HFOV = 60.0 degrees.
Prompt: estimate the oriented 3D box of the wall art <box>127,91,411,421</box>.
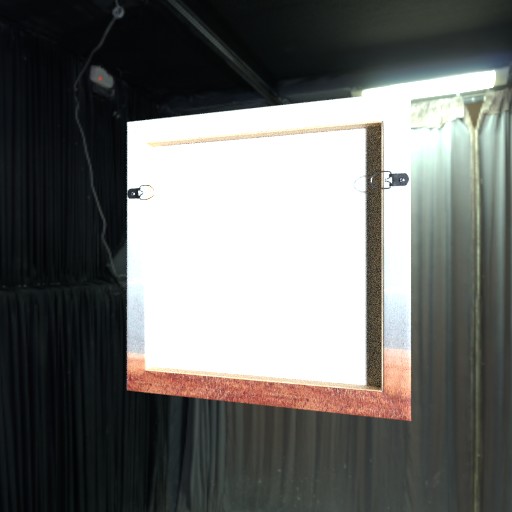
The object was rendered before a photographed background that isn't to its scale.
[{"bbox_3d":[0.000,0.000,1.153,0.760,0.760,0.042,0,0,18],"label":"wall art"}]
